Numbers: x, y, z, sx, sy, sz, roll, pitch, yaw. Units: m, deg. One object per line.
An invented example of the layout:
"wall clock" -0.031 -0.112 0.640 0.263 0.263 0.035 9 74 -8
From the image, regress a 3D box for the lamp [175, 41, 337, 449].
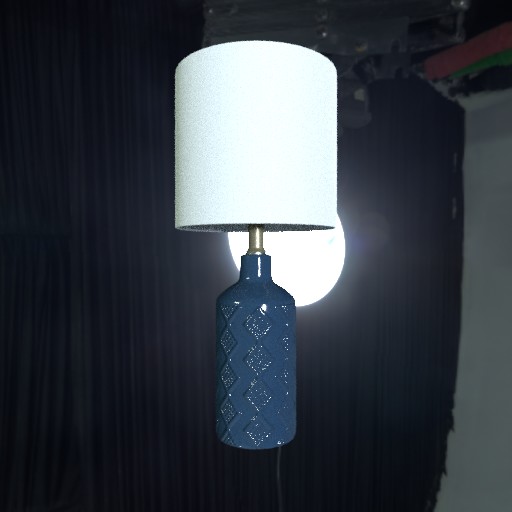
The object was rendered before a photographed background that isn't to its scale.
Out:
"lamp" 0.000 0.000 0.577 0.207 0.461 0.207 0 0 -36
